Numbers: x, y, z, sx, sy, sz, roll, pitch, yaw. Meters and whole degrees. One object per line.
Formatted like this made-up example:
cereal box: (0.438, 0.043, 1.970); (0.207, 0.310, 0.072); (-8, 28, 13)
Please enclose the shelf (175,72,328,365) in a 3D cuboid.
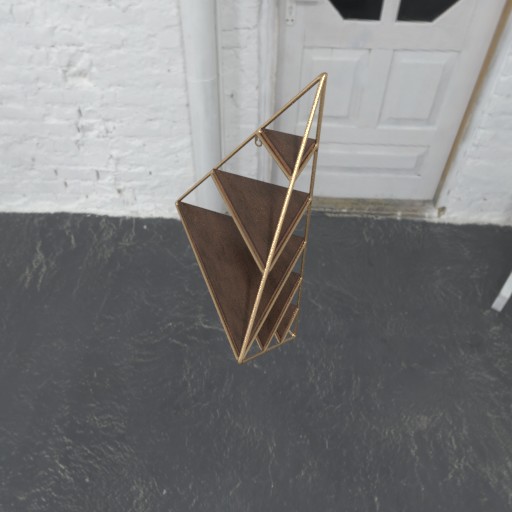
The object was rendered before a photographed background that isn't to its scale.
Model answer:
shelf: (0.000, 0.000, 1.146); (0.294, 0.913, 0.564); (-15, 48, -14)
